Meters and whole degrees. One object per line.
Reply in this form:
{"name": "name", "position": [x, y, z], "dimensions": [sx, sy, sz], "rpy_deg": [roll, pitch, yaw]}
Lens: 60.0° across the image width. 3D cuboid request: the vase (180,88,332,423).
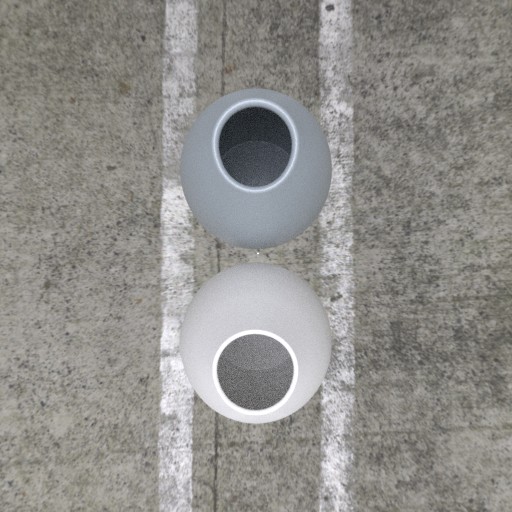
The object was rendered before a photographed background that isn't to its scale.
{"name": "vase", "position": [0.000, 0.000, 0.252], "dimensions": [0.089, 0.131, 0.187], "rpy_deg": [0, 90, 0]}
